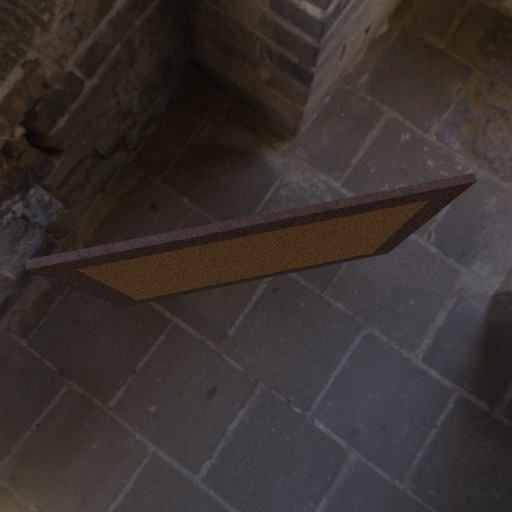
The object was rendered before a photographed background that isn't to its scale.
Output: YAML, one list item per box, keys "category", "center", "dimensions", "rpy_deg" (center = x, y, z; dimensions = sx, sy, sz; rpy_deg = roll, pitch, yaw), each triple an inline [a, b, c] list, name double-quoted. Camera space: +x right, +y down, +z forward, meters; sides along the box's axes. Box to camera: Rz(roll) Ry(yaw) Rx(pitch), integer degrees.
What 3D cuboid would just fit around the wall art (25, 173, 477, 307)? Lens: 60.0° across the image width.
- category: "wall art"
  center: [0.000, 0.000, 1.190]
  dimensions: [0.917, 0.626, 0.019]
  rpy_deg: [-11, 77, -3]
